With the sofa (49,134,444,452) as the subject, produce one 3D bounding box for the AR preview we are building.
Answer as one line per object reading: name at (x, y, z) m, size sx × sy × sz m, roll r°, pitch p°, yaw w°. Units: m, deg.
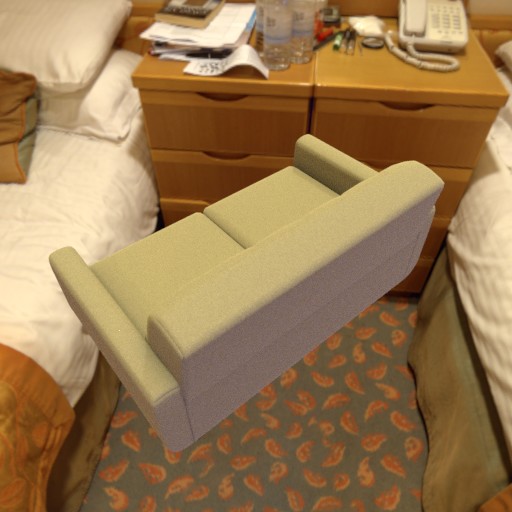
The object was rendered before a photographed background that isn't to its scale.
sofa at (0.000, 0.000, 2.207) m, size 1.655 × 0.892 × 0.980 m, roll -31°, pitch 53°, yaw -27°
